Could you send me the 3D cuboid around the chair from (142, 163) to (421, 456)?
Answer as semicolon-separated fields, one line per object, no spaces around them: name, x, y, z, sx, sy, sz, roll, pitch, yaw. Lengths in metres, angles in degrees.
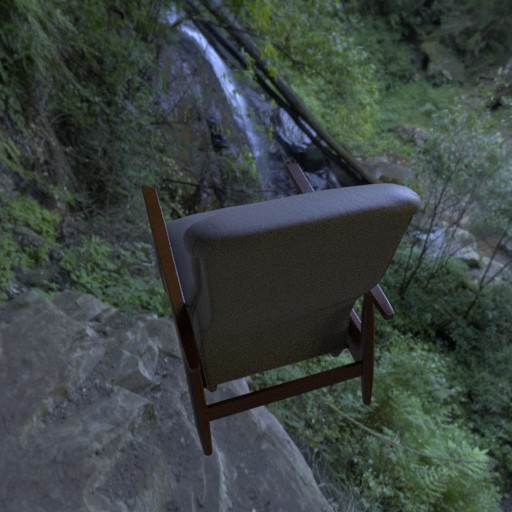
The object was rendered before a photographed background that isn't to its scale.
chair;0.000;0.000;1.802;0.762;1.082;1.032;-12;42;-14
